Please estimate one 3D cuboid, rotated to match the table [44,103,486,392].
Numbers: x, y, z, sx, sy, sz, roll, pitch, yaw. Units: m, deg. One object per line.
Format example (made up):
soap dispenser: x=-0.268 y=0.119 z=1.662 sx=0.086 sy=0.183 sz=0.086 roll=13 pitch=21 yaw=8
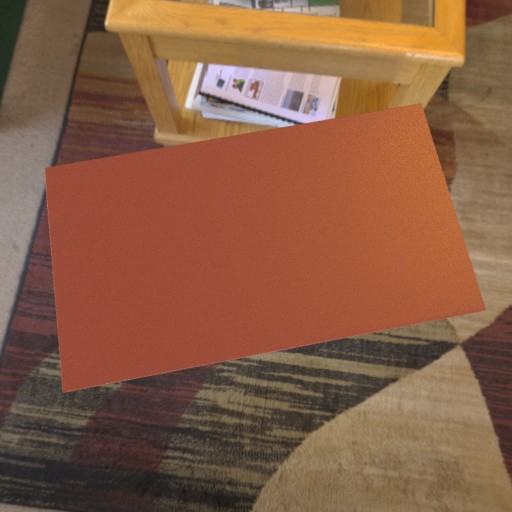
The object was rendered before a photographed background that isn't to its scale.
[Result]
table: x=0.000 y=0.000 z=1.407 sx=1.068 sy=0.493 sz=0.612 roll=-10 pitch=77 yaw=-3
